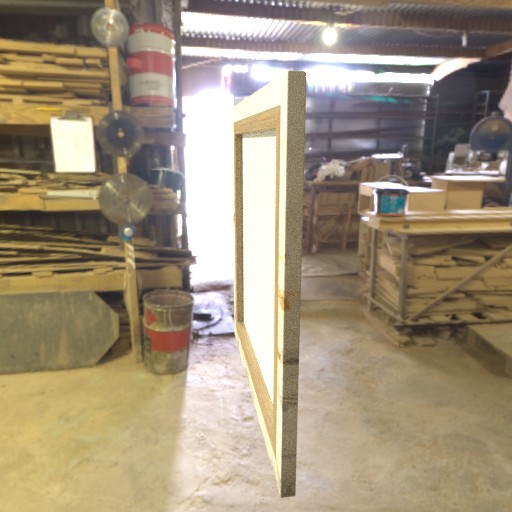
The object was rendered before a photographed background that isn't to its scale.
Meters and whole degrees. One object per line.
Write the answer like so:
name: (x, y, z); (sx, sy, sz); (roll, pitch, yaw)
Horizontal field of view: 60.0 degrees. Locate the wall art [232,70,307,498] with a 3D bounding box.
wall art: (0.000, 0.000, 1.492); (0.040, 1.018, 1.015); (-2, 15, -9)
